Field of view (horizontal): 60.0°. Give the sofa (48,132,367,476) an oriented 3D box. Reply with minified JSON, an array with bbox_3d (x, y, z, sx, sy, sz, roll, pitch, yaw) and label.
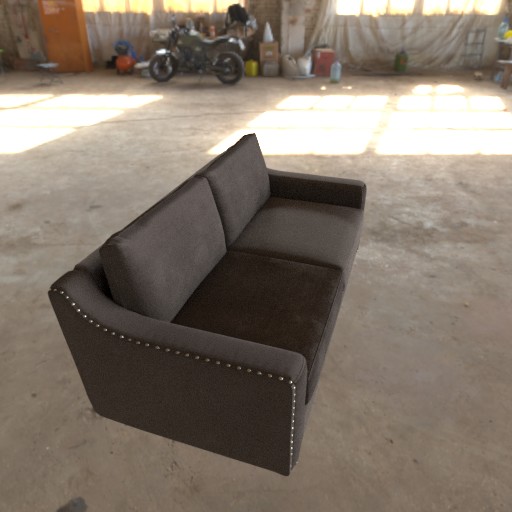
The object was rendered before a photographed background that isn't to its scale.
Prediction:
[{"bbox_3d":[0.000,0.000,3.241,1.336,1.196,2.550,10,32,16],"label":"sofa"}]
